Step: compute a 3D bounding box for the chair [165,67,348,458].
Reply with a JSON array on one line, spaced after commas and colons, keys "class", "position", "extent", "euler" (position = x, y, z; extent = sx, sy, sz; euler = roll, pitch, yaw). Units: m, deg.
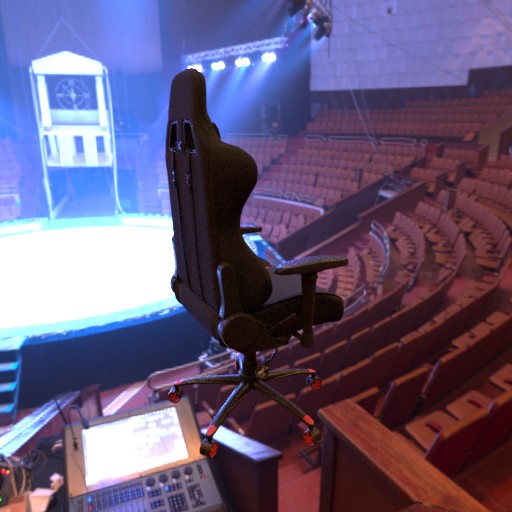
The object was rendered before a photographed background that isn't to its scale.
[{"class": "chair", "position": [0.000, 0.000, 1.729], "extent": [0.658, 1.326, 0.695], "euler": [-8, 17, -27]}]
